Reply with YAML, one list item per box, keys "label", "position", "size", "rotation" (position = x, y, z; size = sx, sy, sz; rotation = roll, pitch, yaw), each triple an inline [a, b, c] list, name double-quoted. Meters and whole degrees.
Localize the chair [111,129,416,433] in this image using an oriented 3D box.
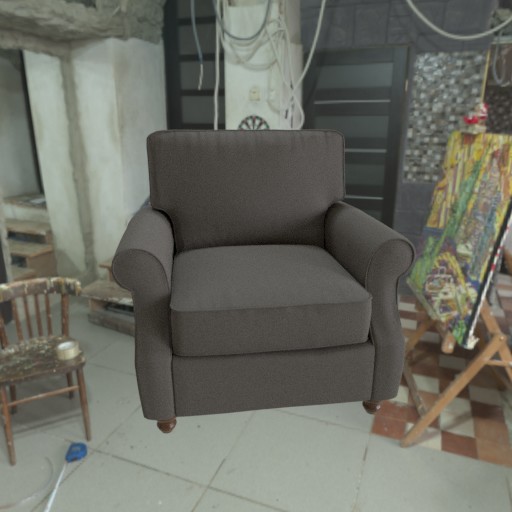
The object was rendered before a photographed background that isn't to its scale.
- label: "chair"
  position: [0.000, 0.000, 1.785]
  size: [1.029, 0.967, 0.966]
  rotation: [-2, 18, -8]
